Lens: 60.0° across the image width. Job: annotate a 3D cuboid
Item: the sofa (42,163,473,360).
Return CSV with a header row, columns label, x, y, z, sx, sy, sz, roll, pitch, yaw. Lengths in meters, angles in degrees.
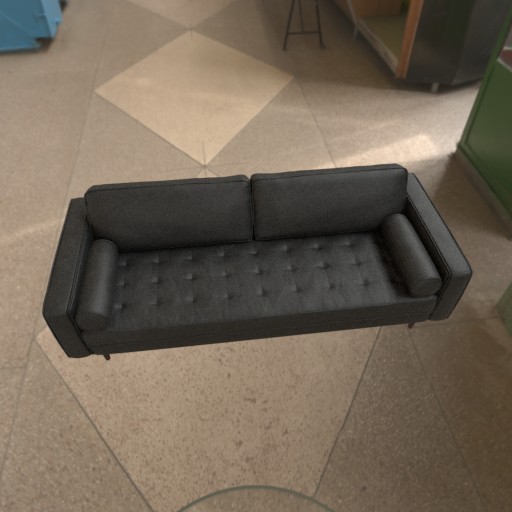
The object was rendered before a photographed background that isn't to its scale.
label,x,y,z,sx,sy,sz,roll,pitch,yaw
sofa,0.000,0.000,2.628,2.210,0.762,0.914,-5,47,-5
